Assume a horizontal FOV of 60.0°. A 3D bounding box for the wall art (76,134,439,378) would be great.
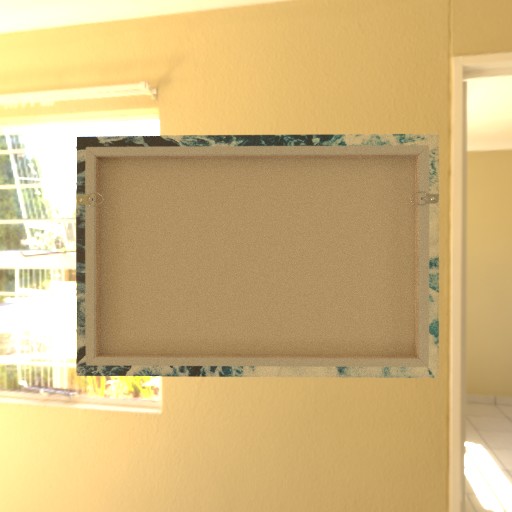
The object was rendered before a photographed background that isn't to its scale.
[{"bbox_3d":[0.000,0.000,1.881,1.524,1.017,0.055,0,0,1],"label":"wall art"}]
